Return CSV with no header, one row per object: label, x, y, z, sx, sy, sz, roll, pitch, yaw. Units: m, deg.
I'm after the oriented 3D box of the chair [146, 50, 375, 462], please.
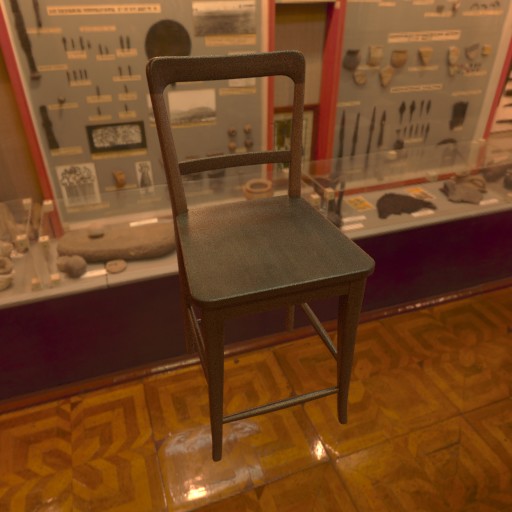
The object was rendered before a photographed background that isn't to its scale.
chair,0.000,0.000,1.260,0.450,0.991,0.546,-10,35,-15
